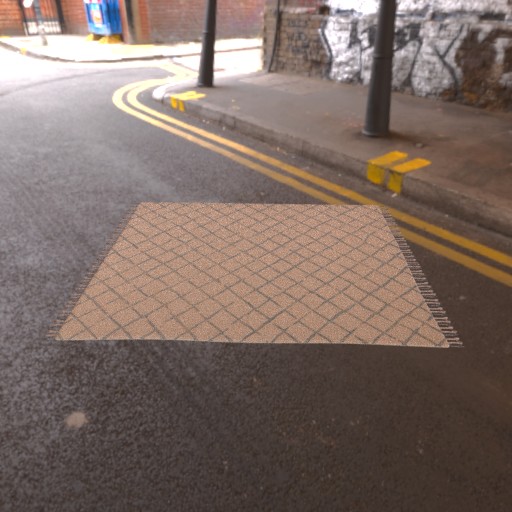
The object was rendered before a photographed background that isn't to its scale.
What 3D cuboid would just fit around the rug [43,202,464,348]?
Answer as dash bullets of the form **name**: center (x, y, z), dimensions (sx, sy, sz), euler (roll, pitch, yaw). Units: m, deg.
- **rug**: center (0.000, 0.000, 4.967), dimensions (3.585, 0.036, 2.892), euler (1, 30, 1)
